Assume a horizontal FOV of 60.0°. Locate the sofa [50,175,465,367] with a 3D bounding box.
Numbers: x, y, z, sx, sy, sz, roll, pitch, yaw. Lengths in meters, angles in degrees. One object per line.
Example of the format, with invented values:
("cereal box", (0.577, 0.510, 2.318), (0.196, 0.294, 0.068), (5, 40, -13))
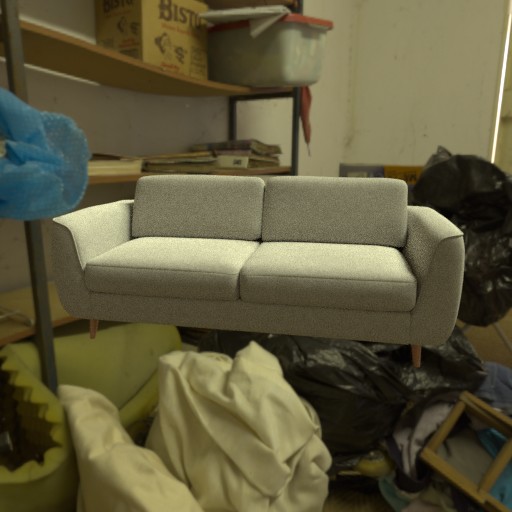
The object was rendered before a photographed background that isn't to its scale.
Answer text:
("sofa", (0.000, 0.000, 2.465), (2.000, 0.850, 0.920), (3, 14, 11))
